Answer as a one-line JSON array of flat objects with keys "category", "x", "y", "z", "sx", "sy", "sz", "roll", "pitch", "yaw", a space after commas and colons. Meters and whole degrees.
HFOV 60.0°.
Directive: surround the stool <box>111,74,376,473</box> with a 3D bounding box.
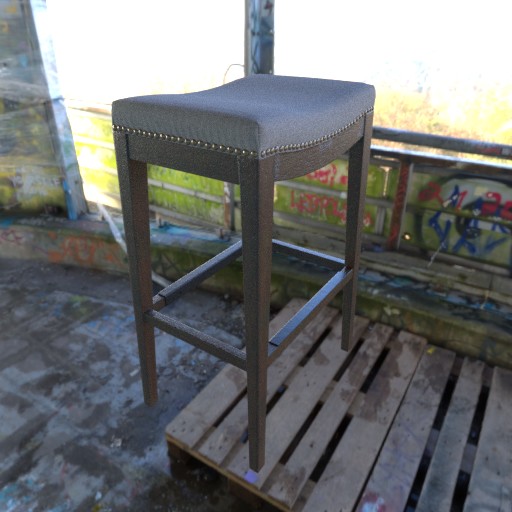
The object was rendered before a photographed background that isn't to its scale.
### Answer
[{"category": "stool", "x": 0.000, "y": 0.000, "z": 1.064, "sx": 0.356, "sy": 0.762, "sz": 0.508, "roll": 18, "pitch": 34, "yaw": 30}]
